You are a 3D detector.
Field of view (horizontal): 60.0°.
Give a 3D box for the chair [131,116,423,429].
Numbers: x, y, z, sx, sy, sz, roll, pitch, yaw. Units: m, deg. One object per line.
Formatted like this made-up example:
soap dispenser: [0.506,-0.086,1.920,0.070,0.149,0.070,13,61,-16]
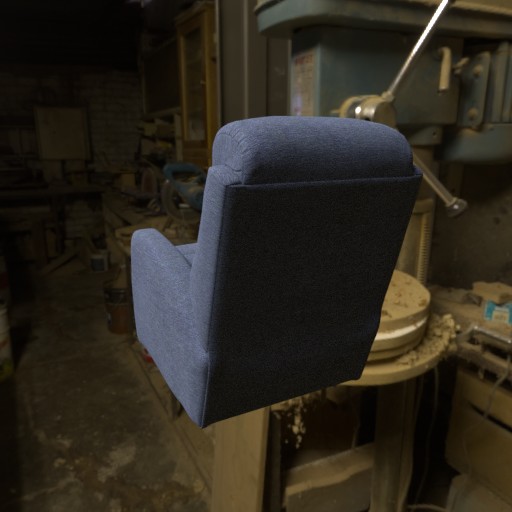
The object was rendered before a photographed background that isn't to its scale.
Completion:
chair: [0.000,0.000,1.731,0.798,1.013,1.043,-8,17,-26]
